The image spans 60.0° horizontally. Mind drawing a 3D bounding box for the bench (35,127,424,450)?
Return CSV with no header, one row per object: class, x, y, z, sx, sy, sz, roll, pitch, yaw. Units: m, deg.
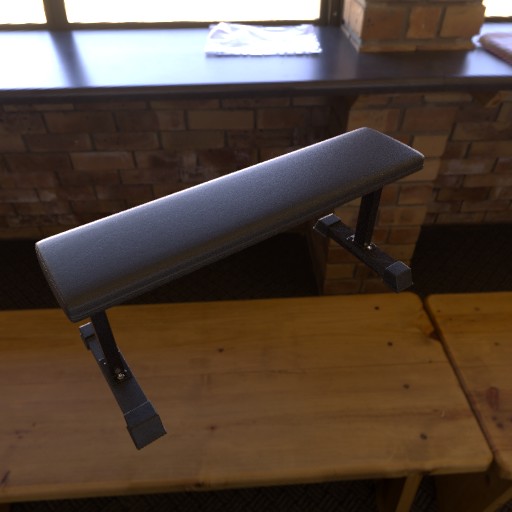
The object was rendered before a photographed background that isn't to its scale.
bench,0.000,0.000,1.295,1.072,0.453,0.439,-25,47,-25
